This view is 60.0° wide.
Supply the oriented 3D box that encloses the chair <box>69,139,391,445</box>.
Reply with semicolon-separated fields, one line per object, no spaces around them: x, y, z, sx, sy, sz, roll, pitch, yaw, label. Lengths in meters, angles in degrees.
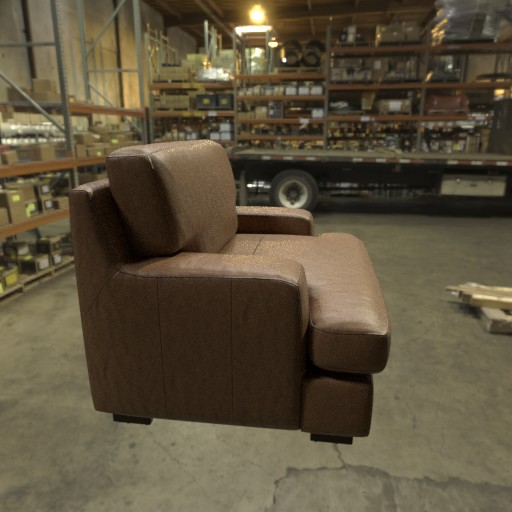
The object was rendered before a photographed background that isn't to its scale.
0.000;0.000;1.955;1.050;0.978;1.276;2;16;8;chair
